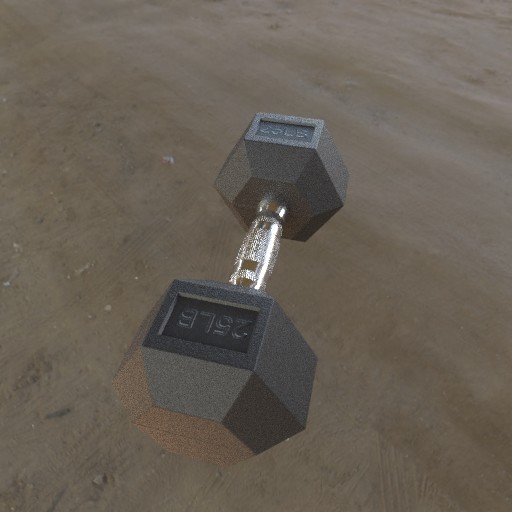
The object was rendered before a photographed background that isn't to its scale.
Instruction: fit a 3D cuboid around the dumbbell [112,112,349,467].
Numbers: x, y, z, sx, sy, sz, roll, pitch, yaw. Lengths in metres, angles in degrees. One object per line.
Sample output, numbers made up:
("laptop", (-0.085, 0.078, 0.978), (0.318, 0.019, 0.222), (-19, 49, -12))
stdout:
("dumbbell", (0.000, 0.000, 0.373), (0.129, 0.113, 0.315), (10, 47, 10))
